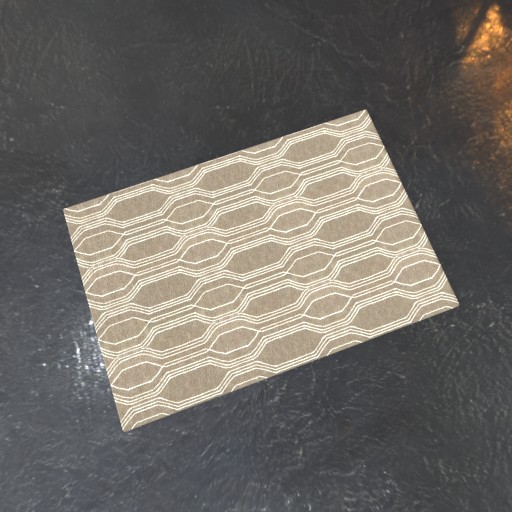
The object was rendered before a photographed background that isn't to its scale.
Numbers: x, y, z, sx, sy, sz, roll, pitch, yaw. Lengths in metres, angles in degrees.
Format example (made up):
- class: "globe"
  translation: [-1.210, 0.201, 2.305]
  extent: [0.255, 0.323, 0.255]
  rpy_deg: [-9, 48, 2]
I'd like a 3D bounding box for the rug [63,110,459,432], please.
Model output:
- class: "rug"
  translation: [0.000, 0.000, 2.400]
  extent: [1.836, 0.012, 1.239]
  rpy_deg: [-19, 77, -5]
